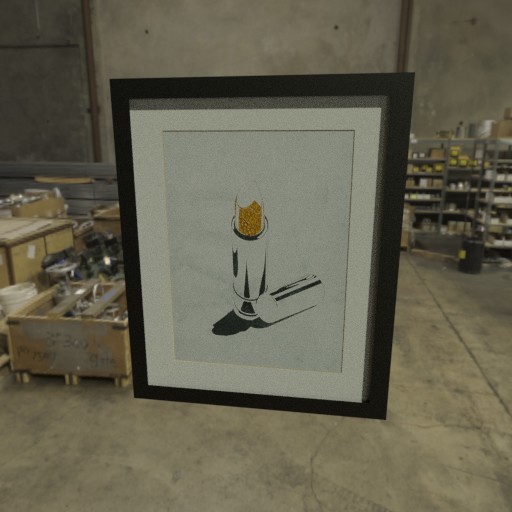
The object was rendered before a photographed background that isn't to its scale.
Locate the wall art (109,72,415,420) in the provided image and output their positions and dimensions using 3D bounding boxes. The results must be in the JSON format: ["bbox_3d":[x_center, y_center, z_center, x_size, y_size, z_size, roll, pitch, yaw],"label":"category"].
[{"bbox_3d":[0.000,0.000,0.740,0.457,0.559,0.029,2,15,8],"label":"wall art"}]
